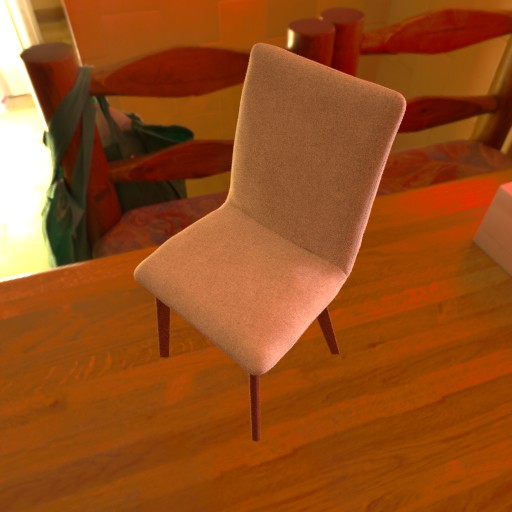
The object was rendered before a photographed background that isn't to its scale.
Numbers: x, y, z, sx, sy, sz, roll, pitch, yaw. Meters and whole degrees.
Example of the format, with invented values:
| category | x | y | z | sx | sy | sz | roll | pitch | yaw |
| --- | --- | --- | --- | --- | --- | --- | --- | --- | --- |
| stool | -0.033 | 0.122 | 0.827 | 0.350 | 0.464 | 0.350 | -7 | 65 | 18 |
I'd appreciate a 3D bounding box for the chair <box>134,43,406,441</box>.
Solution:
| category | x | y | z | sx | sy | sz | roll | pitch | yaw |
| --- | --- | --- | --- | --- | --- | --- | --- | --- | --- |
| chair | 0.000 | 0.000 | 1.312 | 0.522 | 0.974 | 0.563 | 33 | 55 | 27 |
